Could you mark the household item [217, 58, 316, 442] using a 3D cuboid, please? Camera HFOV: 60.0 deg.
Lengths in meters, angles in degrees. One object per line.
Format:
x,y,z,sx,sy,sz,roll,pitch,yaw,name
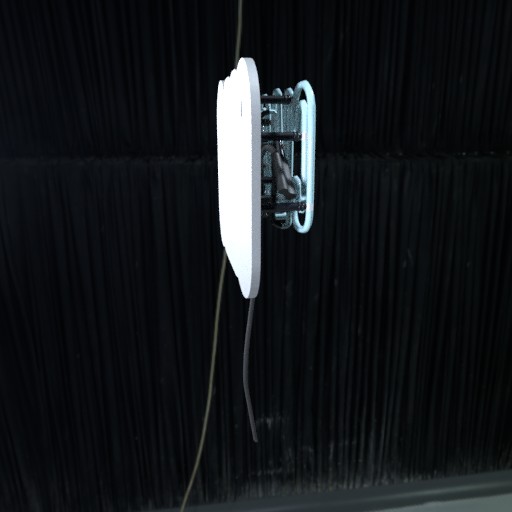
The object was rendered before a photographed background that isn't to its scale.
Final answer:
0.000,0.000,0.381,0.042,0.294,0.211,-3,16,-10,household item
